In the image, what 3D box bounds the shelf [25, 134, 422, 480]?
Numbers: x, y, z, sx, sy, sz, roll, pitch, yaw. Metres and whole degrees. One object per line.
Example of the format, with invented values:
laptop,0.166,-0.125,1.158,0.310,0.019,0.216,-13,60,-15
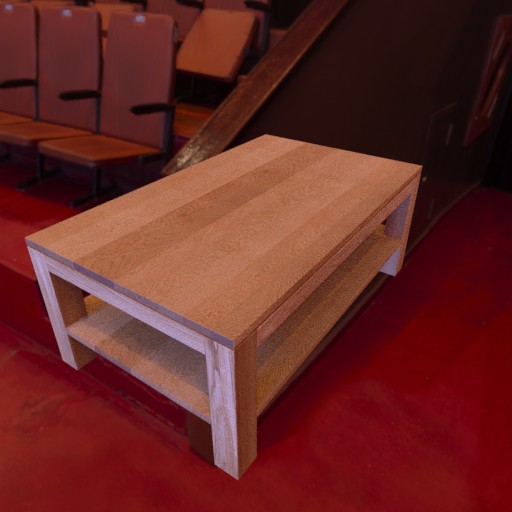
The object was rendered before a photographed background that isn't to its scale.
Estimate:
shelf,0.000,0.000,1.527,0.700,0.450,1.150,20,37,29
